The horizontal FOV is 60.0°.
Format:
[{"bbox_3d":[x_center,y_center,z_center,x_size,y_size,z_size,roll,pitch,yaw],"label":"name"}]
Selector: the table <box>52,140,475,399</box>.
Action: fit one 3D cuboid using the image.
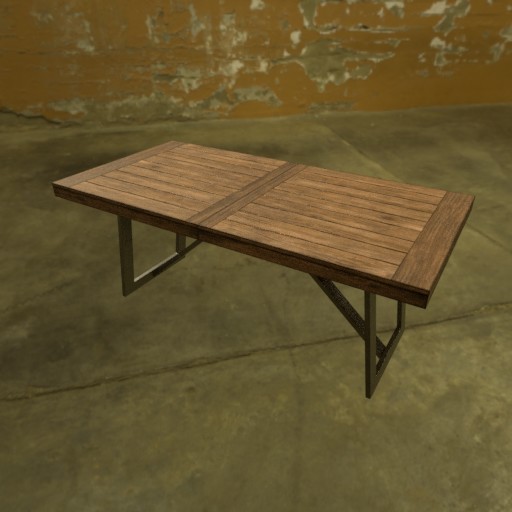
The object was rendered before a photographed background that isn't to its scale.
[{"bbox_3d":[0.000,0.000,2.365,1.867,0.757,0.931,17,34,27],"label":"table"}]
